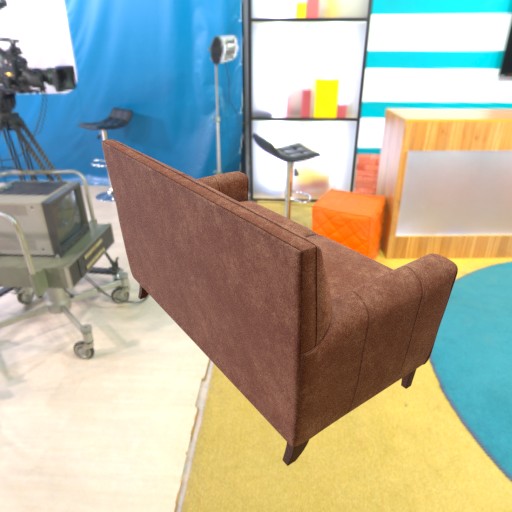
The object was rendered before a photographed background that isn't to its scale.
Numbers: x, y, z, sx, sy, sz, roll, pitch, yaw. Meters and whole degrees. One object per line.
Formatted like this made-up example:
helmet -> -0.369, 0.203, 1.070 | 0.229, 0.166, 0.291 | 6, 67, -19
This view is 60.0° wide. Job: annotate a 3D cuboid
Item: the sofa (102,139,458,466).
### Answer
sofa -> 0.000, 0.000, 1.985 | 0.787, 0.871, 1.473 | -18, 32, -31
